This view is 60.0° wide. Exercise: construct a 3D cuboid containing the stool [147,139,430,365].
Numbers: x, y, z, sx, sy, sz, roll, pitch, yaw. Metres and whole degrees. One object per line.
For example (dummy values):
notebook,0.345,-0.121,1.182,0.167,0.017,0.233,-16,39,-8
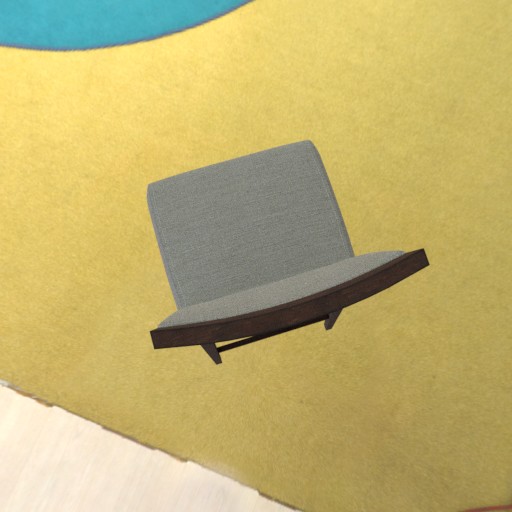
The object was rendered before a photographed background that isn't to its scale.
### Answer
stool,0.000,0.000,1.312,0.512,1.009,0.531,-16,76,-4
